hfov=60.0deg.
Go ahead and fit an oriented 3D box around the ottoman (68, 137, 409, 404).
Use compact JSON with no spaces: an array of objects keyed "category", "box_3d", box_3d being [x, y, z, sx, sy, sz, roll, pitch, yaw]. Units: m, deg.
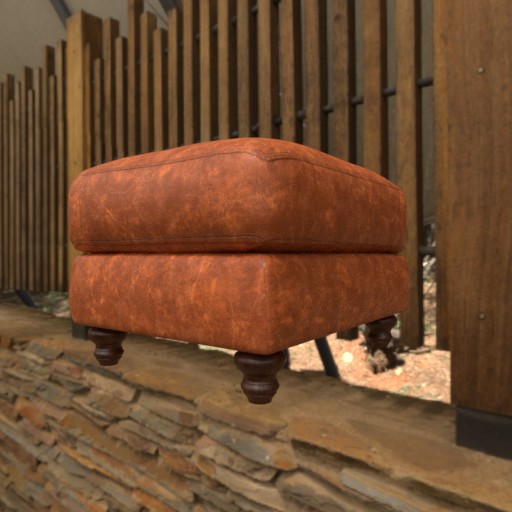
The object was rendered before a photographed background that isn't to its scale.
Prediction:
[{"category":"ottoman","box_3d":[0.000,0.000,1.262,0.657,0.562,0.832,0,0,36]}]
